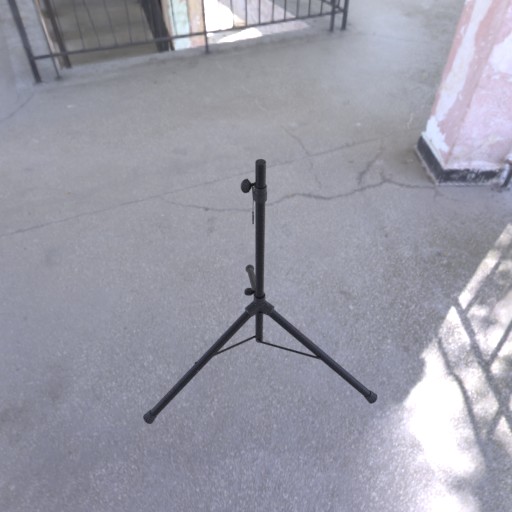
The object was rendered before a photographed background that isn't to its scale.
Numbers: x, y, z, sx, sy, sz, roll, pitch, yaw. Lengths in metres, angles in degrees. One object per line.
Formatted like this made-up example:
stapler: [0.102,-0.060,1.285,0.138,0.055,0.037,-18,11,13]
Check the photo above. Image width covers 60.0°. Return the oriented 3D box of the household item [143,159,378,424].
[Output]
household item: [0.000,0.000,1.875,1.045,1.136,0.907,-3,45,-3]
